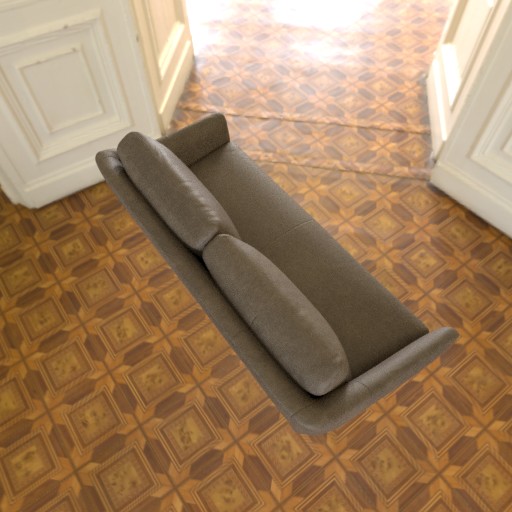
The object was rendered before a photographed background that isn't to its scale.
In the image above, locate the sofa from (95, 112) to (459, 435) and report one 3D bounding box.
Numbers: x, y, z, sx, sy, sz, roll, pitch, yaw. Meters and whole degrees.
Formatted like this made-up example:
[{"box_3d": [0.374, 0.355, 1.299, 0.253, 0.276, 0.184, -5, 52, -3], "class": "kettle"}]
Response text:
[{"box_3d": [0.000, 0.000, 2.515, 0.960, 0.902, 2.036, -32, 62, -19], "class": "sofa"}]
